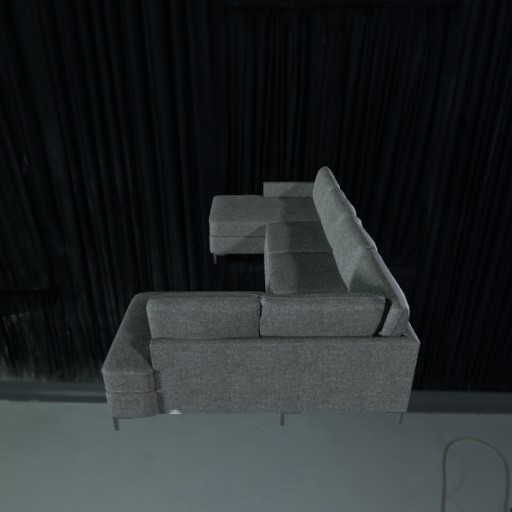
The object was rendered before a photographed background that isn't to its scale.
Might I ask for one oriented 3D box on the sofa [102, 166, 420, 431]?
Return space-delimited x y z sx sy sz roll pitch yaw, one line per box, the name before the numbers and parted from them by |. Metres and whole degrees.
sofa | 0.000 0.000 4.379 2.048 0.999 3.423 0 27 -1
